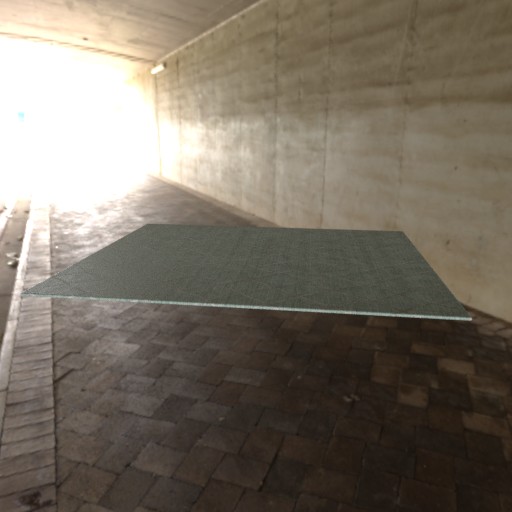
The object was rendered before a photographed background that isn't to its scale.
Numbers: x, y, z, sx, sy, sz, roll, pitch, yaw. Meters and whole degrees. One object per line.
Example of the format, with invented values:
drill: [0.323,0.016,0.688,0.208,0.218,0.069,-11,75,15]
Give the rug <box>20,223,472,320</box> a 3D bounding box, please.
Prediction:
rug: [0.000,0.000,4.090,3.039,0.019,2.420,2,16,8]
